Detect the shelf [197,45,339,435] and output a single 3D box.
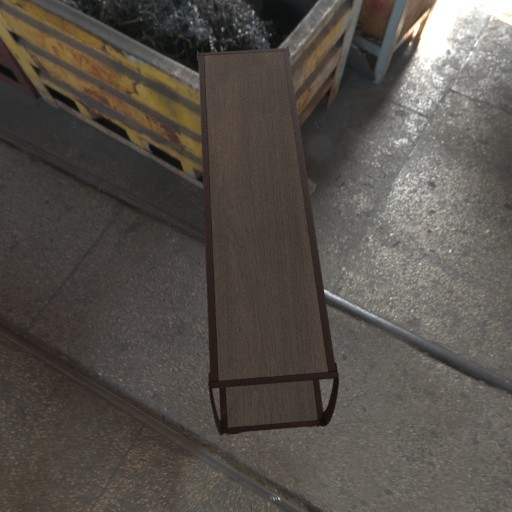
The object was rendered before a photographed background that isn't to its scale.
[{"bbox_3d":[0.000,0.000,1.881,0.344,1.063,1.403,-4,66,-2],"label":"shelf"}]
